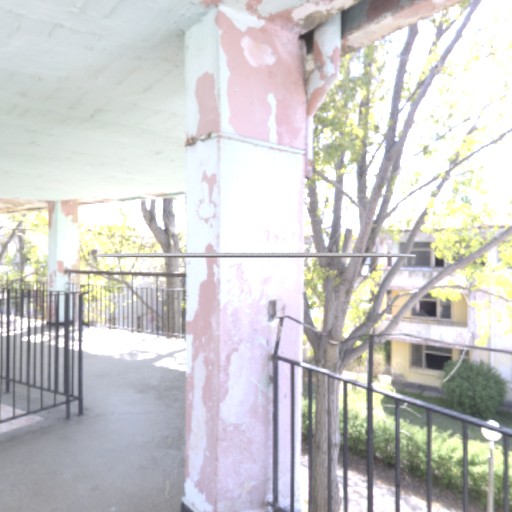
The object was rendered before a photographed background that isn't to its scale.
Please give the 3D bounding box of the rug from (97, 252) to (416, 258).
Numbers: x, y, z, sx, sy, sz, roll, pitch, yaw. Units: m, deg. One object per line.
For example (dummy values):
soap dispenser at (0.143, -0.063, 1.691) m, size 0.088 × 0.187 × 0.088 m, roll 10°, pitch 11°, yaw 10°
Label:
rug at (0.000, 0.000, 2.351) m, size 1.593 × 0.012 × 1.593 m, roll 0°, pitch 0°, yaw 0°
